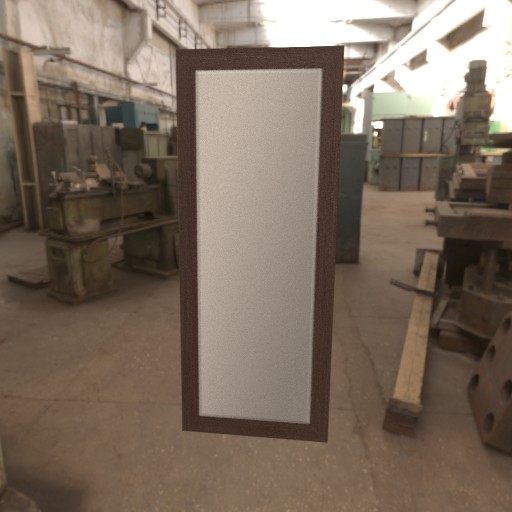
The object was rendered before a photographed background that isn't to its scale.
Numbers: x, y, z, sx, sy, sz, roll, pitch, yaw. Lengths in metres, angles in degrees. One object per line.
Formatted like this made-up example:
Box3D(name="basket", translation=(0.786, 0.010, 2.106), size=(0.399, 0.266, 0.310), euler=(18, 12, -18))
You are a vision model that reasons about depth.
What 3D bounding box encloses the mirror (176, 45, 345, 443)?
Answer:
Box3D(name="mirror", translation=(0.000, 0.000, 2.302), size=(0.812, 2.020, 0.221), euler=(2, 15, 7))
